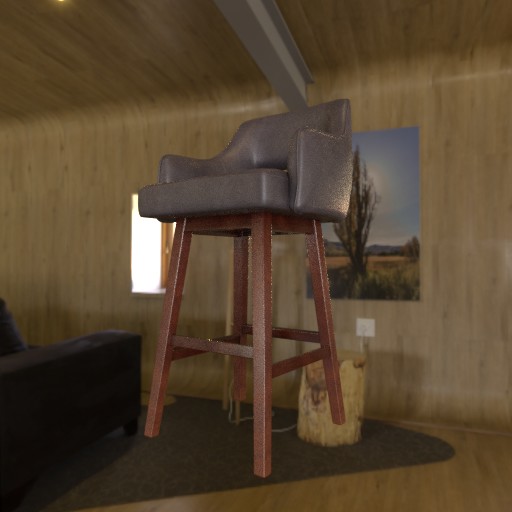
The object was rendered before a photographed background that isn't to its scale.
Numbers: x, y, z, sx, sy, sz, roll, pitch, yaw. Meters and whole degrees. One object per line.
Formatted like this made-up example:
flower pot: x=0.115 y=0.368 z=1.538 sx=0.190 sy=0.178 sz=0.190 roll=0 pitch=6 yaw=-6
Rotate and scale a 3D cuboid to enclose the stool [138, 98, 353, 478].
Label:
stool: x=0.000 y=0.000 z=1.360 sx=0.550 sy=1.041 sz=0.560 roll=0 pitch=-1 yaw=36
